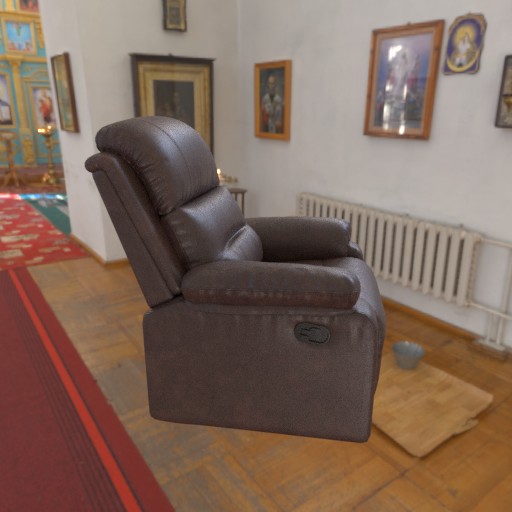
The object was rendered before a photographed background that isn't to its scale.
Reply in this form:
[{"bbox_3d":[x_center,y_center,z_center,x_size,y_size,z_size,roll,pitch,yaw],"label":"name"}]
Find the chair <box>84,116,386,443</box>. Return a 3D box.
[{"bbox_3d":[0.000,0.000,1.643,0.919,0.992,0.855,3,17,9],"label":"chair"}]
